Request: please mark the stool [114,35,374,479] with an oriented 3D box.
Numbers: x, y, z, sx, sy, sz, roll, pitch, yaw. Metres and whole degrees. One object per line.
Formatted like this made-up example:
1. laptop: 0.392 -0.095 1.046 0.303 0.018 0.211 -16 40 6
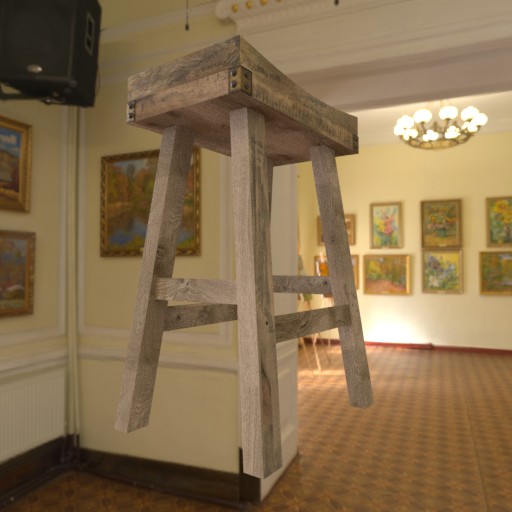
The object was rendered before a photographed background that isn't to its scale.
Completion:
1. stool: 0.000 0.000 0.893 0.330 0.635 0.450 -1 -2 35
